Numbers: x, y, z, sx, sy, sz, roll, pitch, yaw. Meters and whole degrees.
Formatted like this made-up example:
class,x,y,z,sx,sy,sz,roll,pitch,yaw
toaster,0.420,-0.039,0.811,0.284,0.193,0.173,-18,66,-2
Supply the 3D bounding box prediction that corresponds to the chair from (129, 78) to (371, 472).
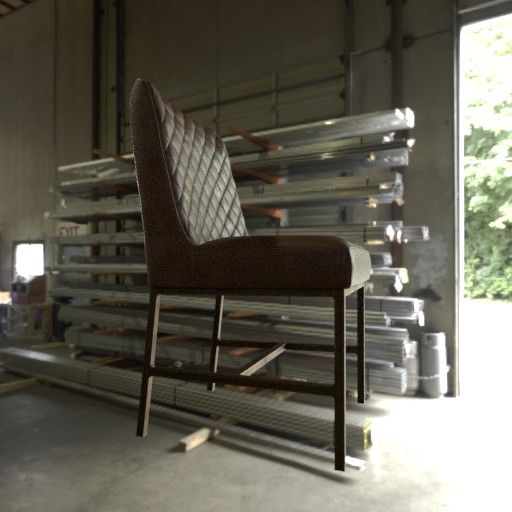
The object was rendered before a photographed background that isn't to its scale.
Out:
class,x,y,z,sx,sy,sz,roll,pitch,yaw
chair,0.000,0.000,1.224,0.587,0.889,0.508,0,-1,19
